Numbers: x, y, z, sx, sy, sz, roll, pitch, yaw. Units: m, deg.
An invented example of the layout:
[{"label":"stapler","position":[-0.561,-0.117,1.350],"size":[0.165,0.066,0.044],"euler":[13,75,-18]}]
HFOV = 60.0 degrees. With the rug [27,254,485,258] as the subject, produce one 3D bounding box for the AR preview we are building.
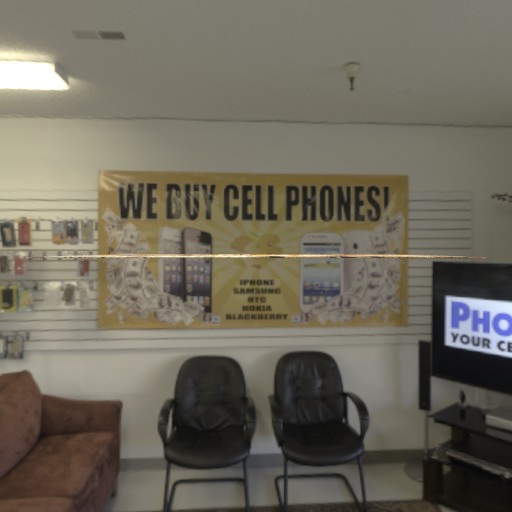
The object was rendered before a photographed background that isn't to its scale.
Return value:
[{"label":"rug","position":[0.000,0.000,2.447],"size":[1.918,0.007,1.268],"euler":[0,1,-1]}]
